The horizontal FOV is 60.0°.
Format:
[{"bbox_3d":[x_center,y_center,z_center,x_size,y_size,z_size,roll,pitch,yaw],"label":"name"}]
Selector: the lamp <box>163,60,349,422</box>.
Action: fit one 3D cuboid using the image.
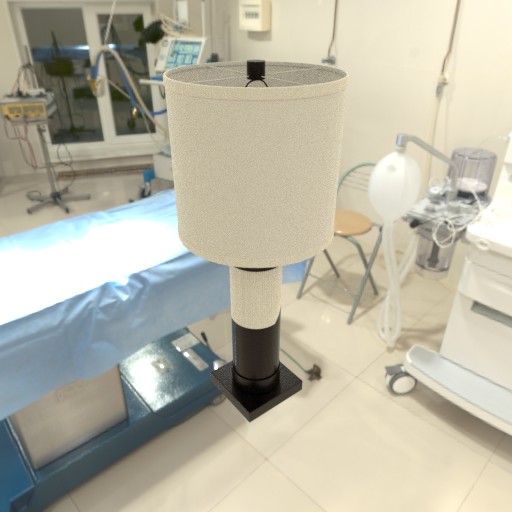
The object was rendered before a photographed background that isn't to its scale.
[{"bbox_3d":[0.000,0.000,0.628,0.211,0.509,0.211,-21,36,-32],"label":"lamp"}]
